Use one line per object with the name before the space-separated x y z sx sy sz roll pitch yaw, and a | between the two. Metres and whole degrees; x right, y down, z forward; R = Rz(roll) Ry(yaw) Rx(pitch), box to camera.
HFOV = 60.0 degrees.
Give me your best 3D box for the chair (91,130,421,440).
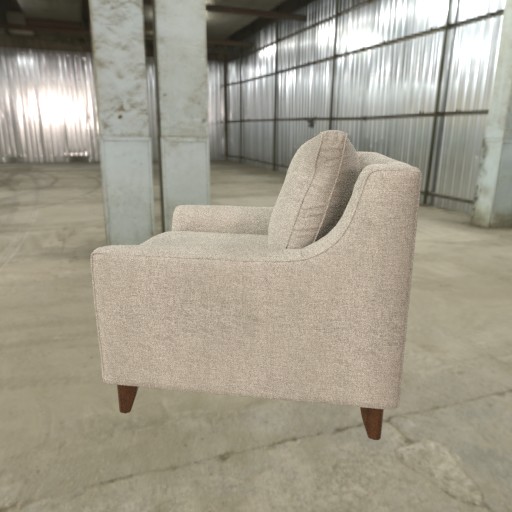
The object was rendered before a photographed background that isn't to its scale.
chair | 0.000 0.000 1.586 0.918 0.864 0.838 2 16 8
